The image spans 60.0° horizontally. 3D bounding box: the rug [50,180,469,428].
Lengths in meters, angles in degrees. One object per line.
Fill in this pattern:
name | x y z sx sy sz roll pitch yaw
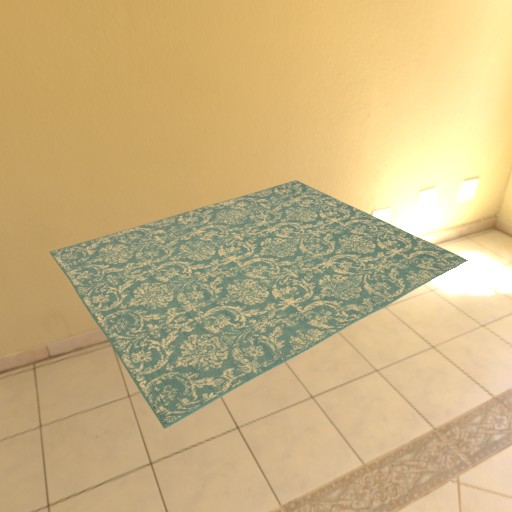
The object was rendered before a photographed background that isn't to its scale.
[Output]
rug | 0.000 0.000 4.012 2.980 0.012 2.363 -21 37 -30
